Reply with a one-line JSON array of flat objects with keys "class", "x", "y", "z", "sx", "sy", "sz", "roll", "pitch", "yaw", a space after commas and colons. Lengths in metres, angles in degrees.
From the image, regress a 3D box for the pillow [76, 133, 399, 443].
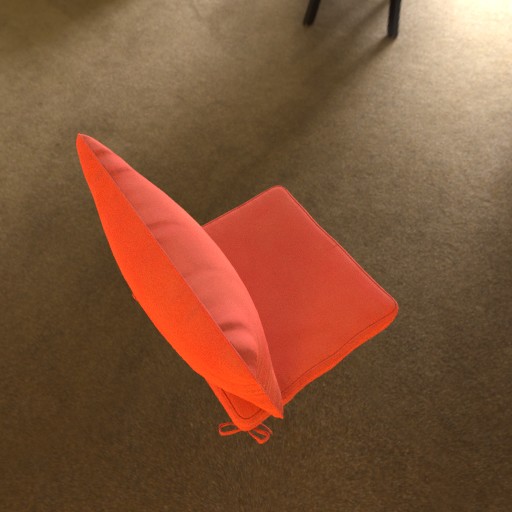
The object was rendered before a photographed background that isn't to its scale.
[{"class": "pillow", "x": 0.000, "y": 0.000, "z": 1.337, "sx": 0.733, "sy": 0.725, "sz": 0.798, "roll": -31, "pitch": 63, "yaw": -18}]
